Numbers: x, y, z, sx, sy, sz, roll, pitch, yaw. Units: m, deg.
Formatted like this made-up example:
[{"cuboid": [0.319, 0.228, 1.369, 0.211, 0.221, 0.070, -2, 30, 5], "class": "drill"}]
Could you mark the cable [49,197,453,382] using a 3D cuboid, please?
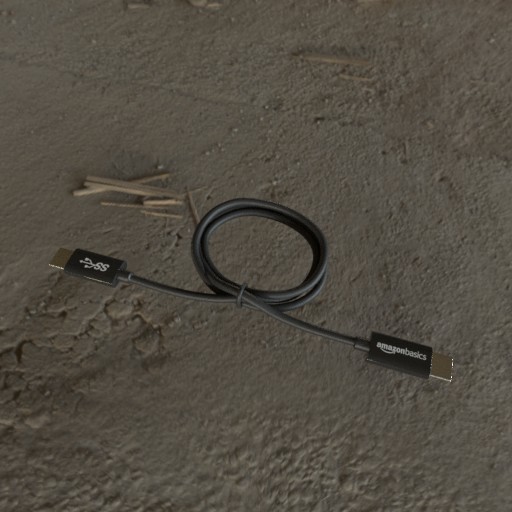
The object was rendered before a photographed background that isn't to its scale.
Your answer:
[{"cuboid": [0.000, 0.000, 0.210, 0.186, 0.014, 0.070, 14, 58, 9], "class": "cable"}]
